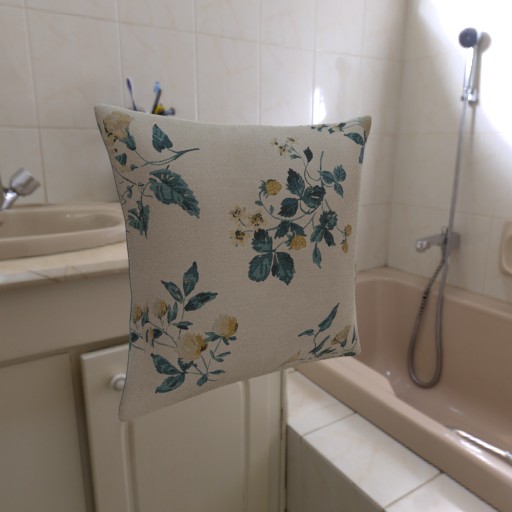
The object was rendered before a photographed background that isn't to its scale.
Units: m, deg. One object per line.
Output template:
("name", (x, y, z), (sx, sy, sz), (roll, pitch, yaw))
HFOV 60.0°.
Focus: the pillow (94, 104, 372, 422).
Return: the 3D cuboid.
("pillow", (0.000, 0.000, 0.807), (0.526, 0.507, 0.166), (-8, 16, -28))
